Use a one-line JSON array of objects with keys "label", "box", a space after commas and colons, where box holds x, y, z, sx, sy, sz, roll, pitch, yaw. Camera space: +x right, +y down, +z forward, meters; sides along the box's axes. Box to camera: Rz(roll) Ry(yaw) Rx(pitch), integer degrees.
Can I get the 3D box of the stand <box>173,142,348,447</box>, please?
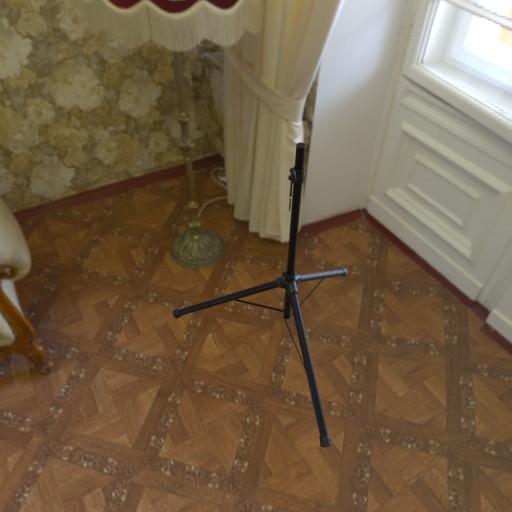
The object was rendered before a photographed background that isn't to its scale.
[{"label": "stand", "box": [0.000, 0.000, 1.910, 0.907, 1.136, 1.045, 10, 47, 9]}]
